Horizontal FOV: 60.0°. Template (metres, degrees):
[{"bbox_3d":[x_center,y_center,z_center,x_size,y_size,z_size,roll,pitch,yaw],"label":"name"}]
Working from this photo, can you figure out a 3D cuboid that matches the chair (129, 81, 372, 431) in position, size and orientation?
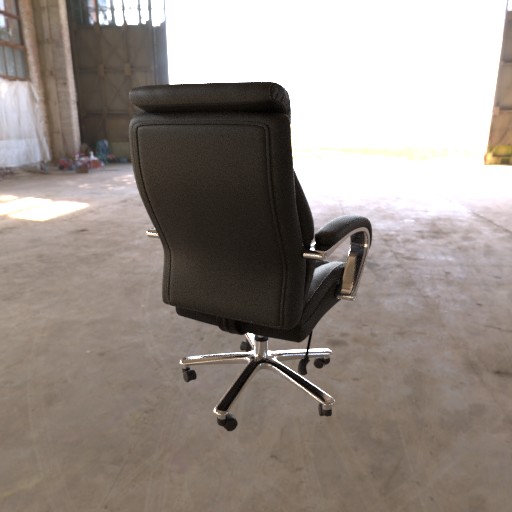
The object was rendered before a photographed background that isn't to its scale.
[{"bbox_3d":[0.000,0.000,1.692,0.755,1.183,0.790,8,18,26],"label":"chair"}]
